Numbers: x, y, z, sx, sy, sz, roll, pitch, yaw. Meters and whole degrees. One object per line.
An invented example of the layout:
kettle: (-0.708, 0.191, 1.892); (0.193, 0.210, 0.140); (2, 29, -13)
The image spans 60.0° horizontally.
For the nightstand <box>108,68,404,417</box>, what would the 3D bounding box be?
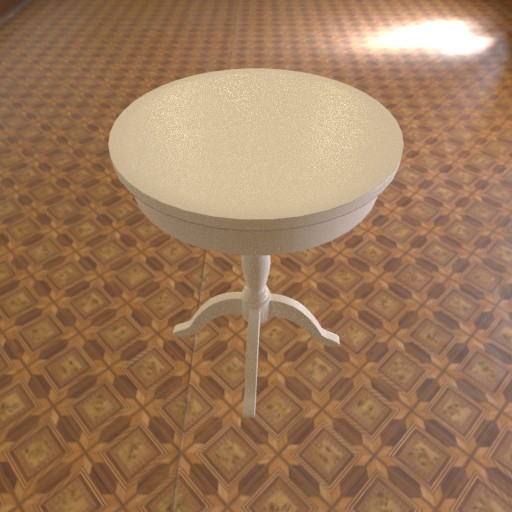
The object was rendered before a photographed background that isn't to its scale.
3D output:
nightstand: (0.000, 0.000, 1.020); (0.513, 0.653, 0.513); (10, 46, 10)
